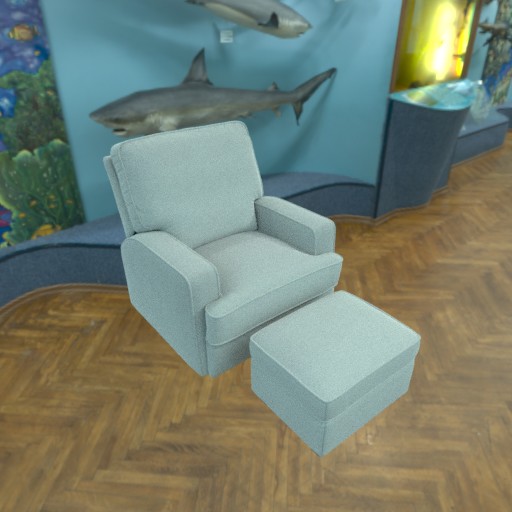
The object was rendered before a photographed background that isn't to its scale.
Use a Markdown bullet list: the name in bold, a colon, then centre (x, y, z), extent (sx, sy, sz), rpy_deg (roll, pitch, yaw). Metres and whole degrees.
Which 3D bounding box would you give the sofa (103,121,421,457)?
- **sofa**: centre (0.000, 0.000, 2.037), extent (0.861, 0.959, 1.472), rpy_deg (-21, 36, -32)
